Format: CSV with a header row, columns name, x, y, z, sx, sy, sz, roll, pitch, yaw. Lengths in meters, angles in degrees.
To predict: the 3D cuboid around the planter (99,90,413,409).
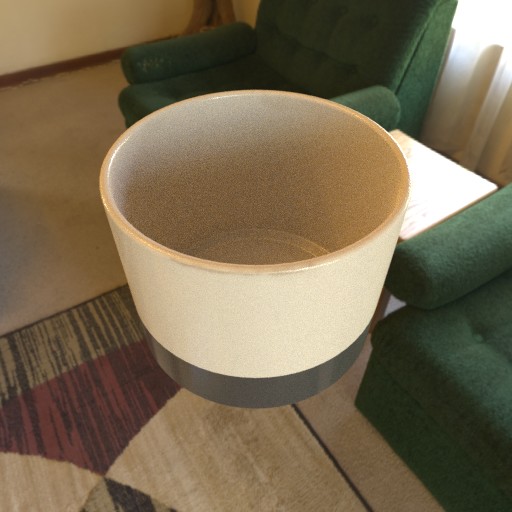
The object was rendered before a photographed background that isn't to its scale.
name,x,y,z,sx,sy,sz,roll,pitch,yaw
planter,0.000,0.000,0.343,0.193,0.177,0.193,0,46,0
